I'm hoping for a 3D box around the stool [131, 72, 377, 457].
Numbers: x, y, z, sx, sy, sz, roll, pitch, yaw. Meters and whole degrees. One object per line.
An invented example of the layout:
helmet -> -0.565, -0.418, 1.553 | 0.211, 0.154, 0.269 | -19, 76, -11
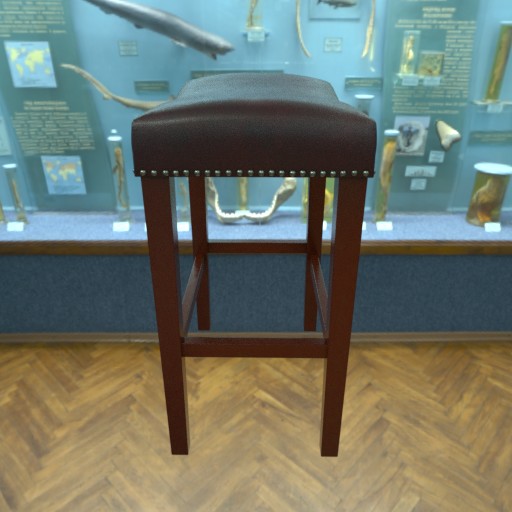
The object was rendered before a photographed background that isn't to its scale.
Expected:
stool -> 0.000, 0.000, 1.012 | 0.372, 0.742, 0.504 | 0, 27, 1
